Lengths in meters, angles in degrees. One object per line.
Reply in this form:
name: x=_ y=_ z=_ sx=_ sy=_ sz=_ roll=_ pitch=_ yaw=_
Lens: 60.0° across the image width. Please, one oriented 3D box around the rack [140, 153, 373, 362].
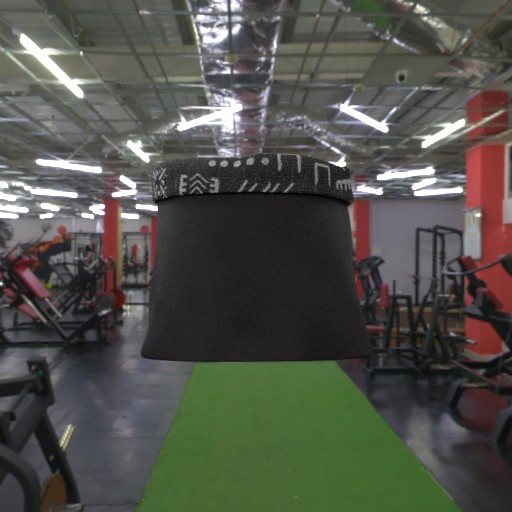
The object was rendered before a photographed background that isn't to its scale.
rack: x=0.000 y=0.000 z=1.098 sx=0.379 sy=0.323 sz=0.905 roll=0 pitch=0 yaw=0
